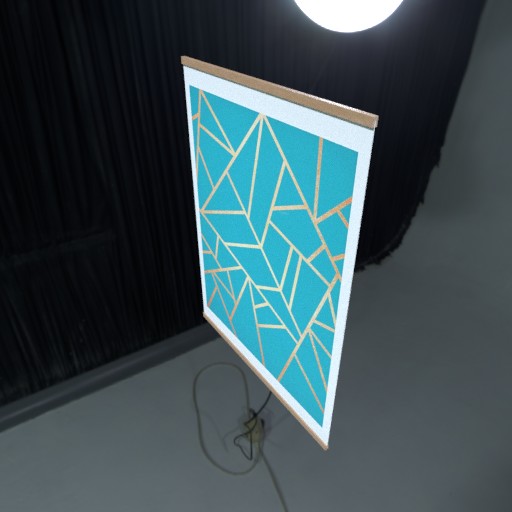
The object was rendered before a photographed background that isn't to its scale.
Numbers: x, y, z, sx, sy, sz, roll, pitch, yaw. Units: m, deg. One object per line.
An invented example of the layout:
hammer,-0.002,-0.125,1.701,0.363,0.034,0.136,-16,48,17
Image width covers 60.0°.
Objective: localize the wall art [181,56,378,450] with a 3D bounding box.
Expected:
wall art,0.000,0.000,1.342,0.013,1.016,0.758,-21,39,-29
